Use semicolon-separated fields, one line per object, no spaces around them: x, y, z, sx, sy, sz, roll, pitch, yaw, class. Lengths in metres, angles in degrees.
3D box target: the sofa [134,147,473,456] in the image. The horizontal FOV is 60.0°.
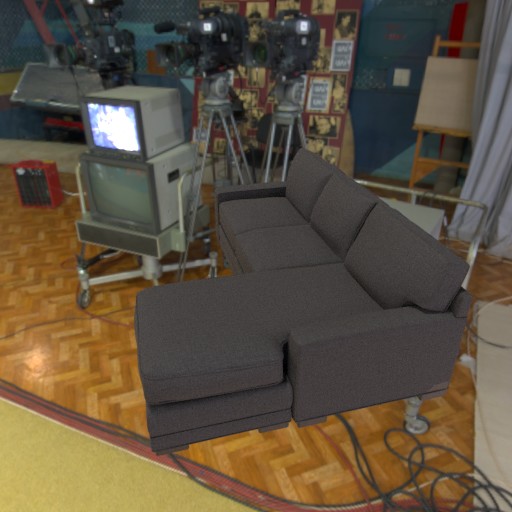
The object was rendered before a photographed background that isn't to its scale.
0.000;0.000;3.275;1.790;0.973;2.370;-7;29;-13;sofa
